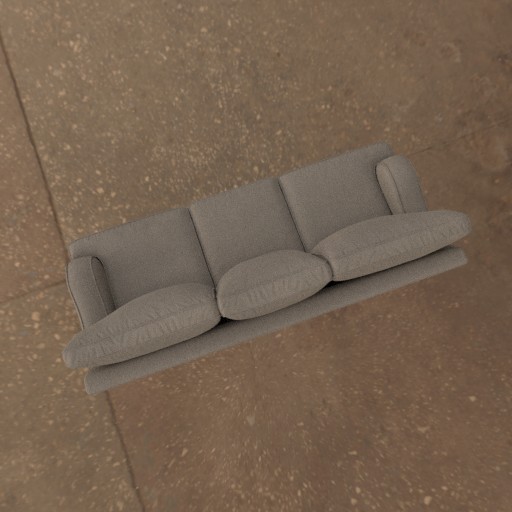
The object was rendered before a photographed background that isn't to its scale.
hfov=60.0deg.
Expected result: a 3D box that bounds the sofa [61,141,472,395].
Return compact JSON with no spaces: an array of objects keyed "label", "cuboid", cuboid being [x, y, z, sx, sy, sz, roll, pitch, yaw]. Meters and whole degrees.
[{"label":"sofa","cuboid":[0.000,0.000,2.870,2.323,0.991,1.016,-19,77,-5]}]
